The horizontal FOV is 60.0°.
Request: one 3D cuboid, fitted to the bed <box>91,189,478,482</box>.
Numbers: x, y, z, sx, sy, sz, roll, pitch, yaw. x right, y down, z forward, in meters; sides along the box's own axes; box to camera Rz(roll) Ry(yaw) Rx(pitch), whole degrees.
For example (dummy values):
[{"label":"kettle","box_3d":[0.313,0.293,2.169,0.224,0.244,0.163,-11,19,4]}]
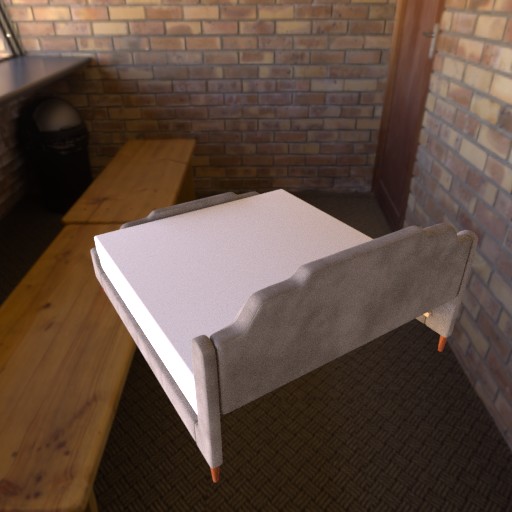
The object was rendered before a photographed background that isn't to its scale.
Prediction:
[{"label":"bed","box_3d":[0.000,0.000,3.530,2.074,1.245,2.340,-18,35,-28]}]
